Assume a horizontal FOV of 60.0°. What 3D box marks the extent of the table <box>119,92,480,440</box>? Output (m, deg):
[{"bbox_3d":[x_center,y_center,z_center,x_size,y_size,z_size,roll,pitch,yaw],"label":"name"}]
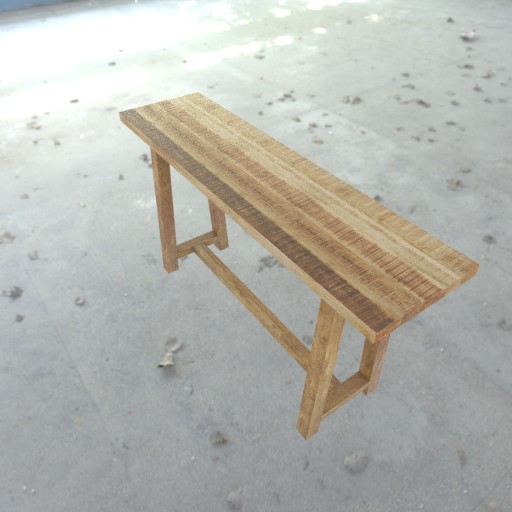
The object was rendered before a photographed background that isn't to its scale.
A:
[{"bbox_3d":[0.000,0.000,1.845,0.405,0.810,1.524,-25,47,-26],"label":"table"}]
